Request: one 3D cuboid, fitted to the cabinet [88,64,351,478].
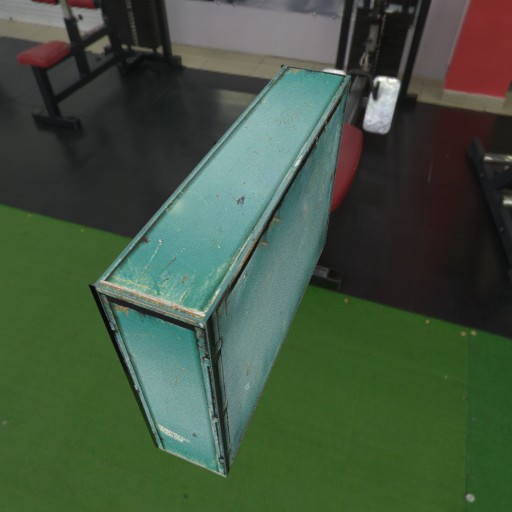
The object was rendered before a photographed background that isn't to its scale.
[{"bbox_3d":[0.000,0.000,3.966,0.680,2.160,3.001,16,48,15],"label":"cabinet"}]
